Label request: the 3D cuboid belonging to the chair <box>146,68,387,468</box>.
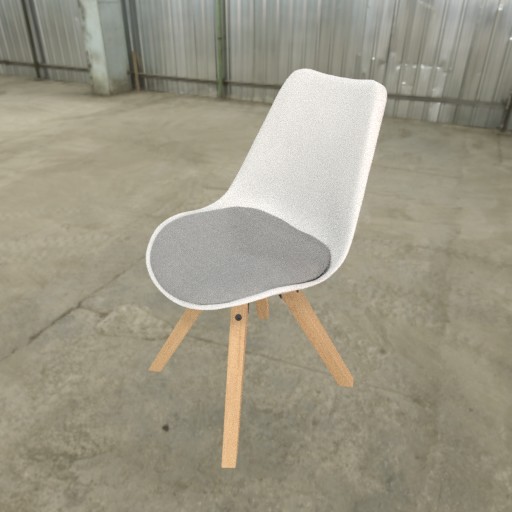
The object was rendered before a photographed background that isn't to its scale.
[{"bbox_3d":[0.000,0.000,1.166,0.550,0.850,0.485,-21,37,-31],"label":"chair"}]
